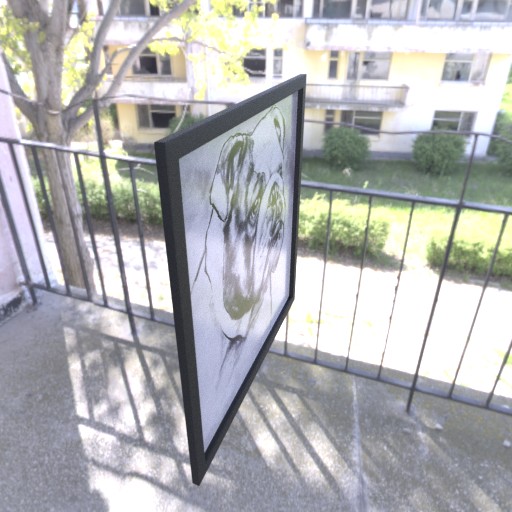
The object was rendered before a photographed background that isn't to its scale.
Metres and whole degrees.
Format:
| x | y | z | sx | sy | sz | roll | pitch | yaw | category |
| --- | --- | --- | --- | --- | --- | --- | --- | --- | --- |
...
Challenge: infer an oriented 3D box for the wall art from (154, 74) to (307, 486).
| x | y | z | sx | sy | sz | roll | pitch | yaw | category |
| --- | --- | --- | --- | --- | --- | --- | --- | --- | --- |
| 0.000 | 0.000 | 0.958 | 0.016 | 0.659 | 0.663 | 10 | 31 | 18 | wall art |
